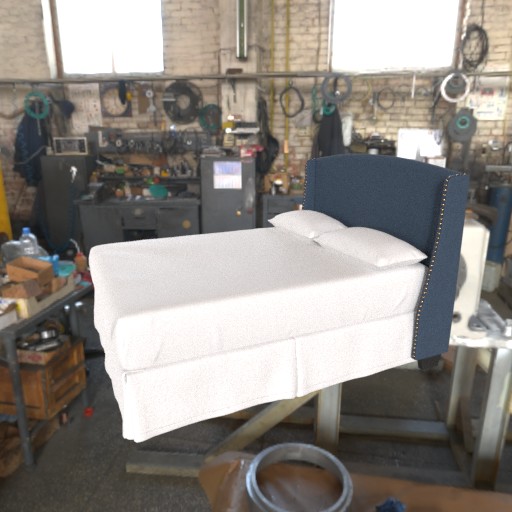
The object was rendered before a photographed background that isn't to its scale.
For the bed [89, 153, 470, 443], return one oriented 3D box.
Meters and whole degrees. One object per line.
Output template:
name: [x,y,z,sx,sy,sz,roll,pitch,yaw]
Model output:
bed: [0.000,0.000,3.254,2.237,1.407,1.710,-7,18,-24]
